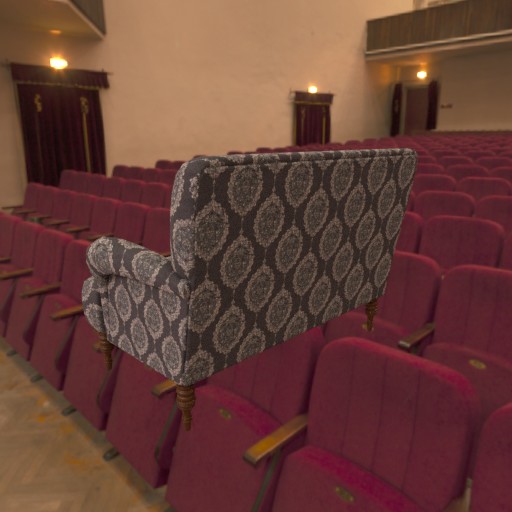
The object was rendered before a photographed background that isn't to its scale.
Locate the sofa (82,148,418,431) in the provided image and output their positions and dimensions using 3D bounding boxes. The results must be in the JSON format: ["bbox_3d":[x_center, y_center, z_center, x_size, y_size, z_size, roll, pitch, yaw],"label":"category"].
[{"bbox_3d":[0.000,0.000,1.846,1.297,0.867,0.779,-14,21,-42],"label":"sofa"}]
